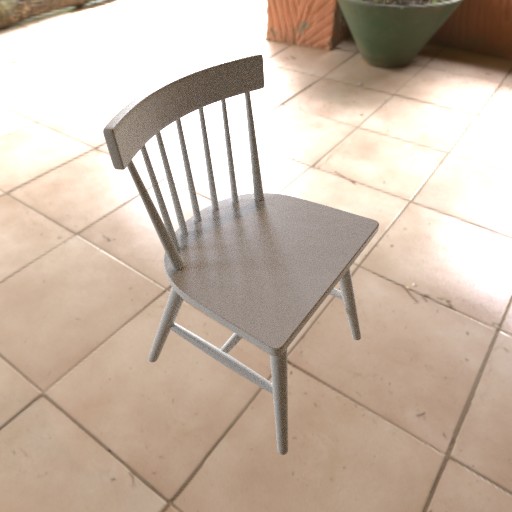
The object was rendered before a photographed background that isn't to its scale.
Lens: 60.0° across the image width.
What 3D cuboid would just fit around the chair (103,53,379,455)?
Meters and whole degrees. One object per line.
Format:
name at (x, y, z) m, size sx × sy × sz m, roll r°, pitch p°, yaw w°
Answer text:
chair at (0.000, 0.000, 1.107) m, size 0.500 × 0.787 × 0.483 m, roll 25°, pitch 49°, yaw 25°
